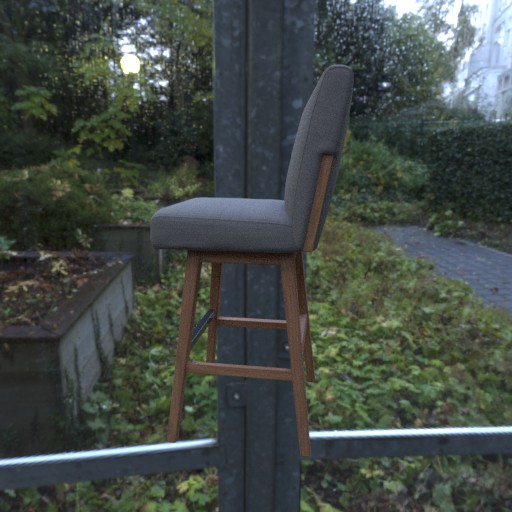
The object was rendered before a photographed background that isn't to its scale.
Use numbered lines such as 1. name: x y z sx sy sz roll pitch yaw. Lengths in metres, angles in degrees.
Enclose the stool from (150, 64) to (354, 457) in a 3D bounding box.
1. stool: 0.000 0.000 1.463 0.570 1.112 0.483 2 13 9
